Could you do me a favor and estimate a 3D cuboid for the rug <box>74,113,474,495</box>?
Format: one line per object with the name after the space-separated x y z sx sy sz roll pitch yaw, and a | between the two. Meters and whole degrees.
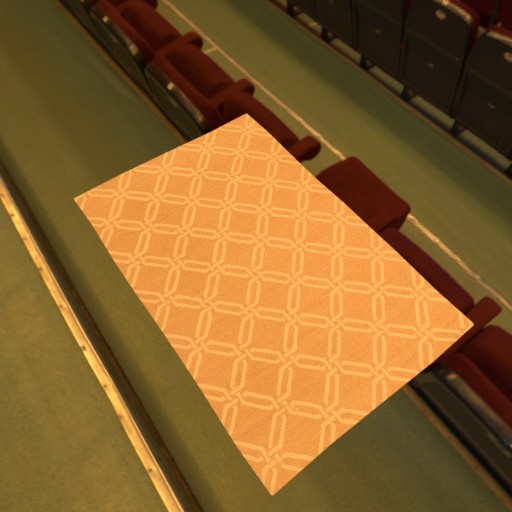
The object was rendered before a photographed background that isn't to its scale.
0.000 0.000 2.162 1.146 0.010 1.745 -32 63 -19 | rug
